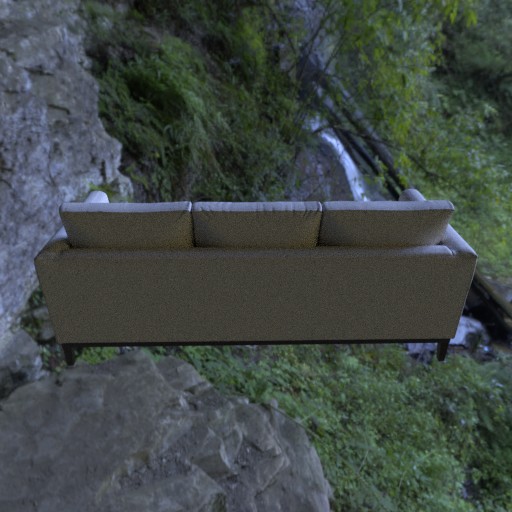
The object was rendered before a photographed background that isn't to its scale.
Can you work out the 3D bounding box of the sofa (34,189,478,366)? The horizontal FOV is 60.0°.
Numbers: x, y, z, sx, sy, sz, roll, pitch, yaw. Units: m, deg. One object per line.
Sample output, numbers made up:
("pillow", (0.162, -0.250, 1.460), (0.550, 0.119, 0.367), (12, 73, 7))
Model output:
("sofa", (0.000, 0.000, 2.647), (2.198, 0.911, 0.902), (-1, 29, -1))
